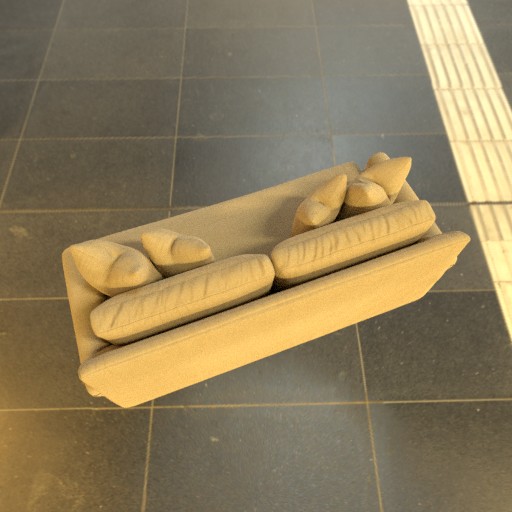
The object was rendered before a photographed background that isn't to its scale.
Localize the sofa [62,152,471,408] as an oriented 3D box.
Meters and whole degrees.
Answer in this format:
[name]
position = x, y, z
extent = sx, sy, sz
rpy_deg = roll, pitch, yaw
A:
[sofa]
position = 0.000, 0.000, 2.808
extent = 2.285, 0.904, 1.067
rpy_deg = -18, 63, -10
